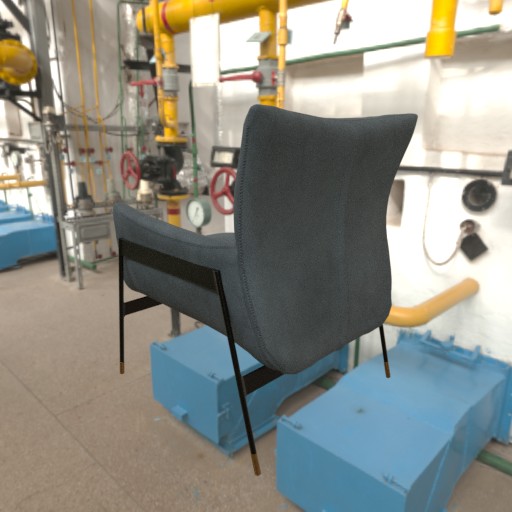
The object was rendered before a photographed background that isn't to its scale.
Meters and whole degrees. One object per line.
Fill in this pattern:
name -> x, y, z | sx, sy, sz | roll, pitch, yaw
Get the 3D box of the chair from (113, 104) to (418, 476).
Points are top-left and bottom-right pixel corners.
chair -> 0.000, 0.000, 1.400 | 0.678, 0.858, 0.709 | -15, 22, -43
